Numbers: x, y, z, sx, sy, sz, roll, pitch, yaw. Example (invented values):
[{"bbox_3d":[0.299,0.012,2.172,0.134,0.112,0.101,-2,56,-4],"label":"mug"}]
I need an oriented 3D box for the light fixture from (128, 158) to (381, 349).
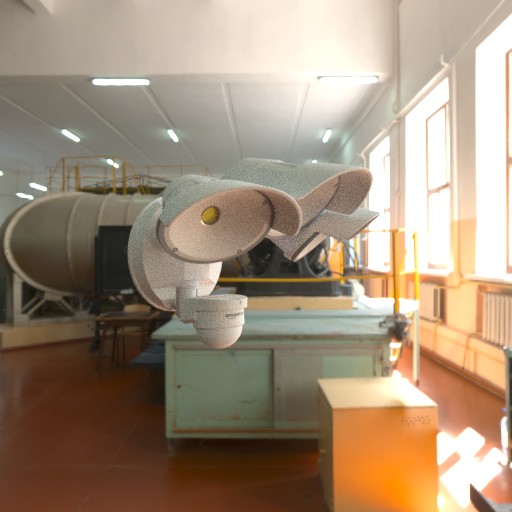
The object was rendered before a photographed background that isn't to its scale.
[{"bbox_3d":[0.000,0.000,0.536,0.278,0.237,0.369,0,0,36],"label":"light fixture"}]
